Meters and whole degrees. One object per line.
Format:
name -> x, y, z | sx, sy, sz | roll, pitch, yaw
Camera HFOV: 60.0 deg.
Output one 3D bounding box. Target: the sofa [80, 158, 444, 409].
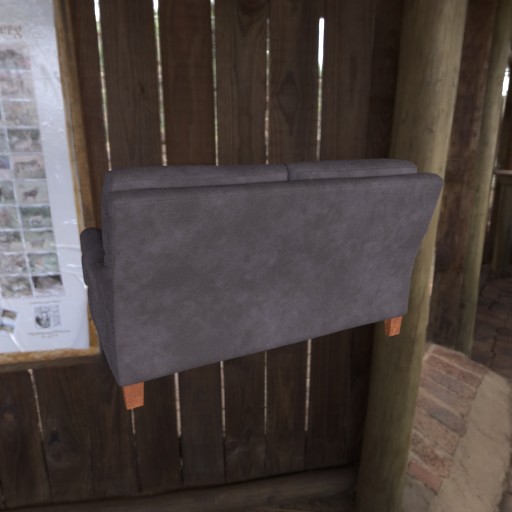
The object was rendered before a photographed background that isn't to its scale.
sofa -> 0.000, 0.000, 2.579 | 1.853, 1.101, 1.084 | -8, 17, -27
